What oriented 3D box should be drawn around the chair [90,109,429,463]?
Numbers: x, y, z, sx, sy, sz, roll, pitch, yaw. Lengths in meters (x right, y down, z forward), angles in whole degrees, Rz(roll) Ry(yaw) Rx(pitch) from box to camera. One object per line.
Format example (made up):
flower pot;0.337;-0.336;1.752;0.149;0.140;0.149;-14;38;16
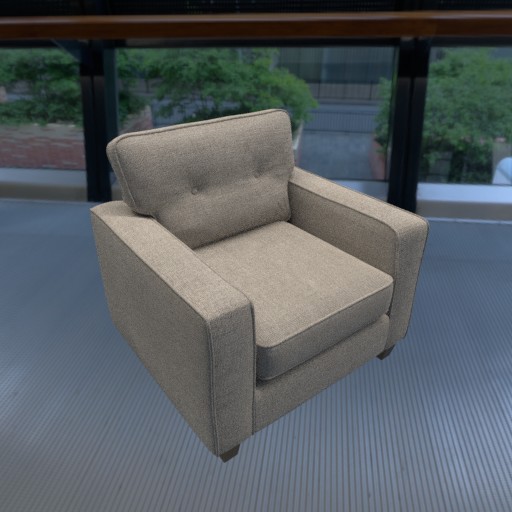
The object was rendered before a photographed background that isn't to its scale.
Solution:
chair;0.000;0.000;1.795;1.015;0.965;0.939;-21;36;-31
